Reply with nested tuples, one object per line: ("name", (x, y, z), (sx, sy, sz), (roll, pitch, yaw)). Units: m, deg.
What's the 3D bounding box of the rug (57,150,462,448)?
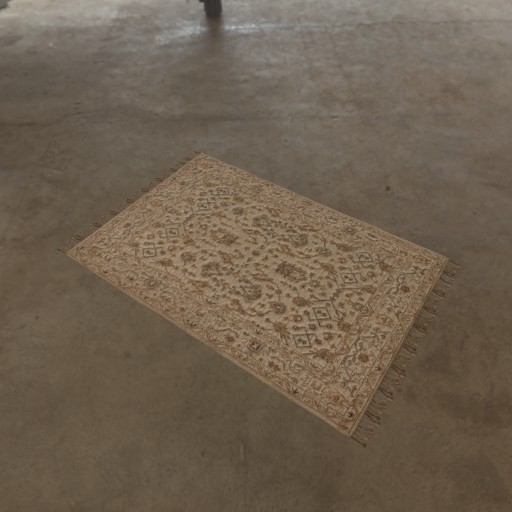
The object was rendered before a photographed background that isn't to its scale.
("rug", (0.000, 0.000, 3.124), (2.434, 0.027, 1.529), (27, 53, 23))
